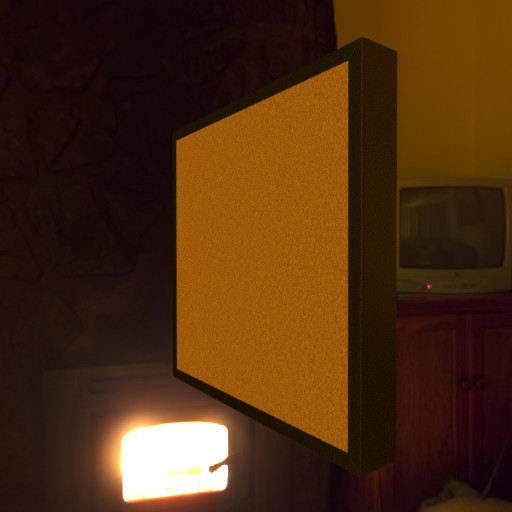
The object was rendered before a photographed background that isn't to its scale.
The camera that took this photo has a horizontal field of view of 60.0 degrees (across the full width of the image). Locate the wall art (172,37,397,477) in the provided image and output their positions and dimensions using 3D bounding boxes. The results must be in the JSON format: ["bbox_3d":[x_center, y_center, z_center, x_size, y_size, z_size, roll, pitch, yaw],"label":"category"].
[{"bbox_3d":[0.000,0.000,0.440,0.038,0.304,0.304,-1,1,-36],"label":"wall art"}]
